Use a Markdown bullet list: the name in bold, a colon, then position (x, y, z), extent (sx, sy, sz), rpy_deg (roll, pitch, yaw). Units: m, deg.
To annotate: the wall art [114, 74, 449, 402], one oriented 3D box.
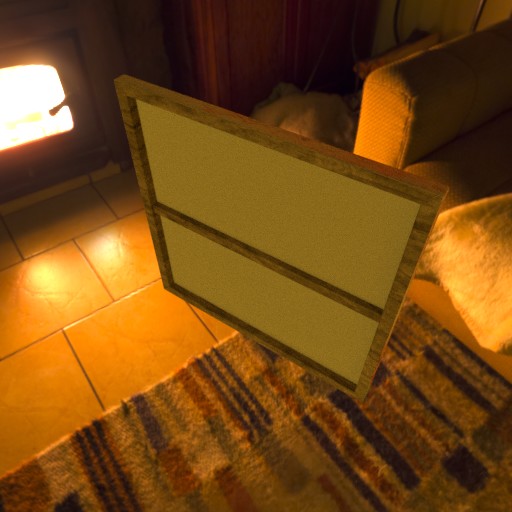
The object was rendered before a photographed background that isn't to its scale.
- **wall art**: position (0.000, 0.000, 1.134), extent (0.747, 0.747, 0.035), rpy_deg (26, 52, 22)
